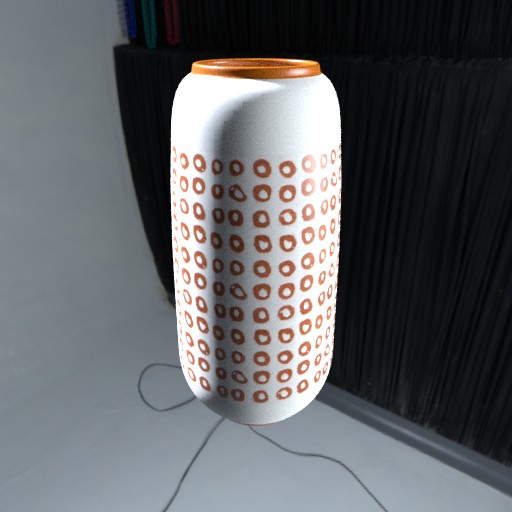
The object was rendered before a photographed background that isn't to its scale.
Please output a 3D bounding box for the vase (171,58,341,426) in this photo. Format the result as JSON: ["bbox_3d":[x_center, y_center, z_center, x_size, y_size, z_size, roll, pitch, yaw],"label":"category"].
[{"bbox_3d":[0.000,0.000,0.351,0.133,0.282,0.133,0,27,0],"label":"vase"}]
